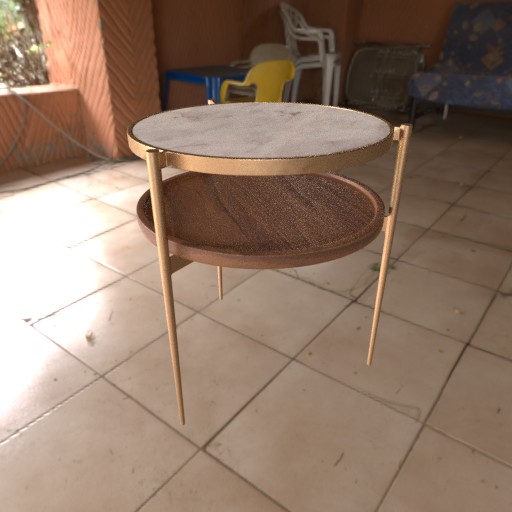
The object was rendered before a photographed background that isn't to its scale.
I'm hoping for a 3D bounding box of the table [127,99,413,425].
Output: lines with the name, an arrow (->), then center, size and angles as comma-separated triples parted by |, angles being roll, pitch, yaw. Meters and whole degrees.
table -> 0.000, 0.000, 0.831 | 0.430, 0.493, 0.456 | 20, 34, 32
